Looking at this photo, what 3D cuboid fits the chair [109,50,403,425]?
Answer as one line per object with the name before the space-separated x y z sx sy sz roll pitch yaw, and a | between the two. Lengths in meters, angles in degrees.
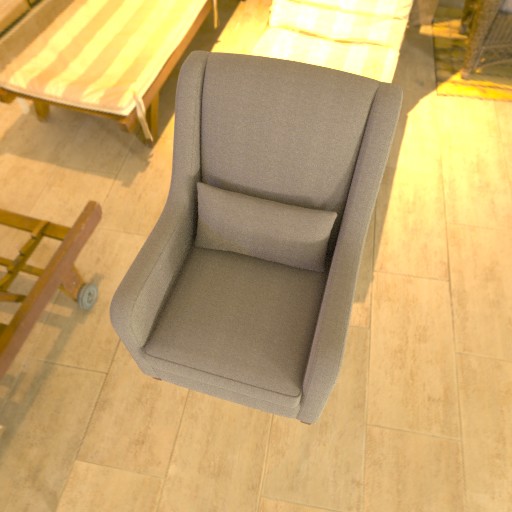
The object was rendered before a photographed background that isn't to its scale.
chair | 0.000 0.000 1.596 0.715 1.017 0.890 14 58 9
